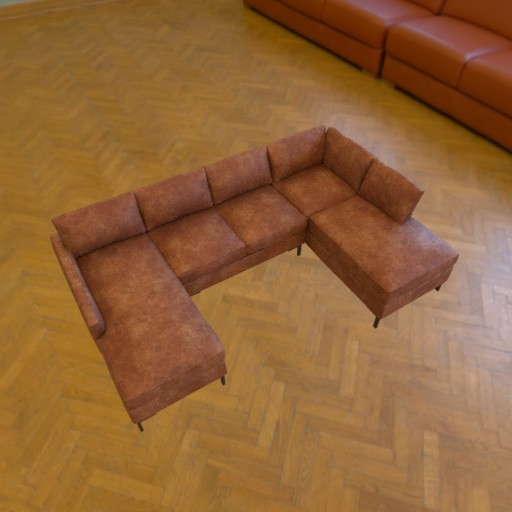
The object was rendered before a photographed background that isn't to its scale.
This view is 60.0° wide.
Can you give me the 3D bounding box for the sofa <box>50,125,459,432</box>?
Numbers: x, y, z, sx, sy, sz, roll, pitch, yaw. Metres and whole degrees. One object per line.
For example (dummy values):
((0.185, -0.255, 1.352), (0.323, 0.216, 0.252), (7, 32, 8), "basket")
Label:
((0.000, 0.000, 3.863), (2.956, 0.900, 1.939), (-24, 51, -21), "sofa")
